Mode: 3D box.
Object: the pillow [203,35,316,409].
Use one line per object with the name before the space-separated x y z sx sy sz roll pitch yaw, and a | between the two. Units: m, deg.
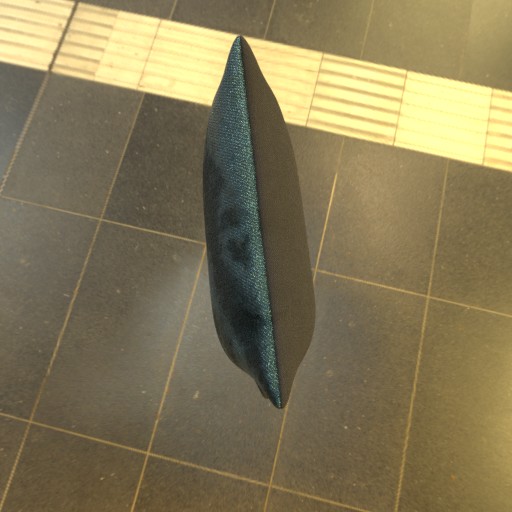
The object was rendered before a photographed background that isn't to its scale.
pillow | 0.000 0.000 0.664 0.138 0.430 0.436 -6 76 -1
